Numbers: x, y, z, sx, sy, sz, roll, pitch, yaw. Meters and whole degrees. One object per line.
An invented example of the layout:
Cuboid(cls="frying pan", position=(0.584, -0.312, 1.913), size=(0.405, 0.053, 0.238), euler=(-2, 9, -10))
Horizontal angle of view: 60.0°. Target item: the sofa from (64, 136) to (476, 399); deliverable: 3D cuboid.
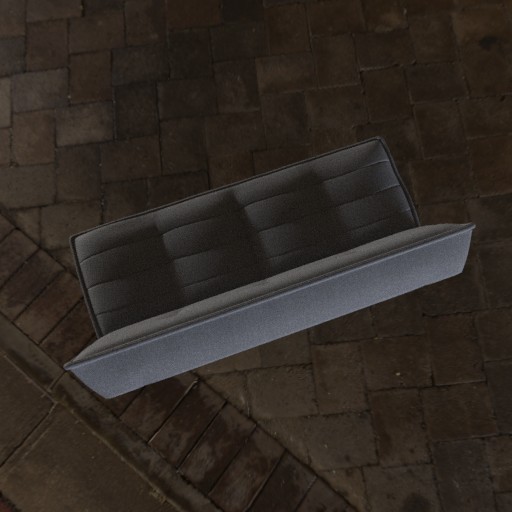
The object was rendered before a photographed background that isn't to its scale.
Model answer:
Cuboid(cls="sofa", position=(0.000, 0.000, 2.443), size=(1.940, 0.890, 0.950), euler=(-19, 76, -5))
